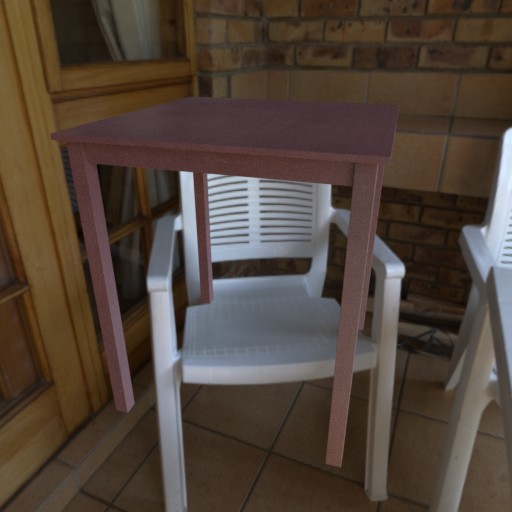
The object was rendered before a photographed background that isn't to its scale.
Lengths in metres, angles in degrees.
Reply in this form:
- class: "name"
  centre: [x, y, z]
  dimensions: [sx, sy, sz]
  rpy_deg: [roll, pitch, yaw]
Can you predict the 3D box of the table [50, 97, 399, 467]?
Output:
- class: "table"
  centre: [0.000, 0.000, 1.631]
  dimensions: [0.861, 0.991, 0.861]
  rpy_deg: [8, 27, 16]
